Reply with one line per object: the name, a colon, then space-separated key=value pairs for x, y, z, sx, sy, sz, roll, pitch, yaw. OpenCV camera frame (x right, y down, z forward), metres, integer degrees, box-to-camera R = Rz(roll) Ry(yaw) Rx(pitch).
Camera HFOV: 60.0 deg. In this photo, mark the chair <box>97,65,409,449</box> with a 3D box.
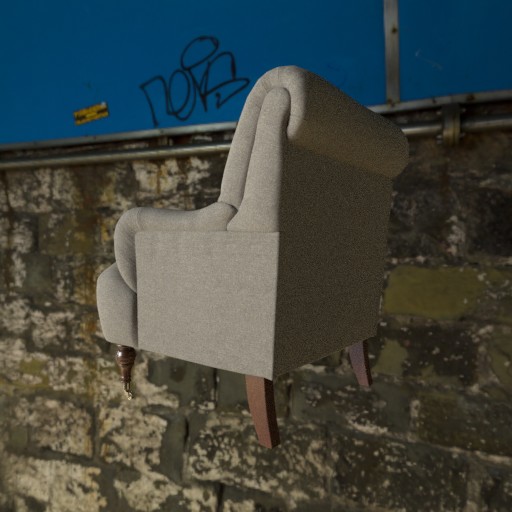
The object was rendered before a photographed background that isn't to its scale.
chair: x=0.000 y=0.000 z=1.528 sx=0.843 sy=0.942 sz=0.766 roll=1 pitch=2 yaw=37
